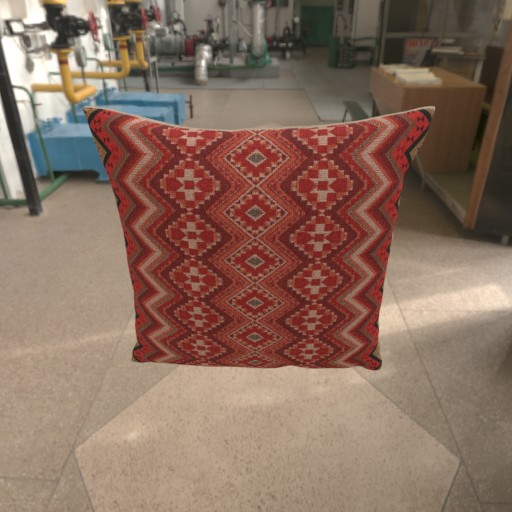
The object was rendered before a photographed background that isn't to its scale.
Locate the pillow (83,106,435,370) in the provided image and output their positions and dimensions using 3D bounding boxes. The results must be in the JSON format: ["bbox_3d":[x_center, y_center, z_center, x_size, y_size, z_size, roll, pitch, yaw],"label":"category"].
[{"bbox_3d":[0.000,0.000,0.774,0.513,0.511,0.158,1,30,2],"label":"pillow"}]
